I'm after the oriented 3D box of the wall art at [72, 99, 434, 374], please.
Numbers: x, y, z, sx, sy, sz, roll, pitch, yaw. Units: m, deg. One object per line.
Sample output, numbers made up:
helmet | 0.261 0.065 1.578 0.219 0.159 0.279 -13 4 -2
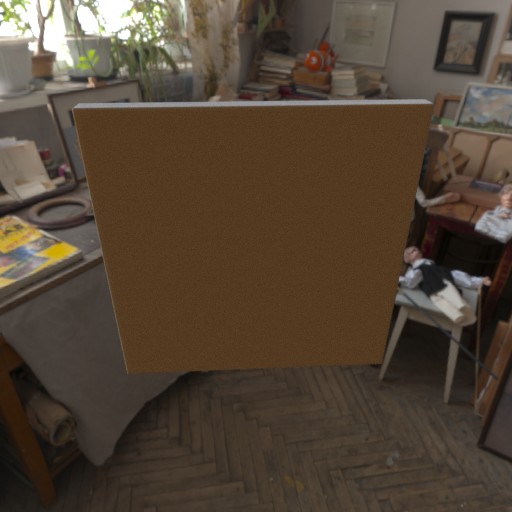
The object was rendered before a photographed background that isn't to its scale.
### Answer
wall art | 0.000 0.000 1.935 1.287 1.288 0.078 -2 31 -3
